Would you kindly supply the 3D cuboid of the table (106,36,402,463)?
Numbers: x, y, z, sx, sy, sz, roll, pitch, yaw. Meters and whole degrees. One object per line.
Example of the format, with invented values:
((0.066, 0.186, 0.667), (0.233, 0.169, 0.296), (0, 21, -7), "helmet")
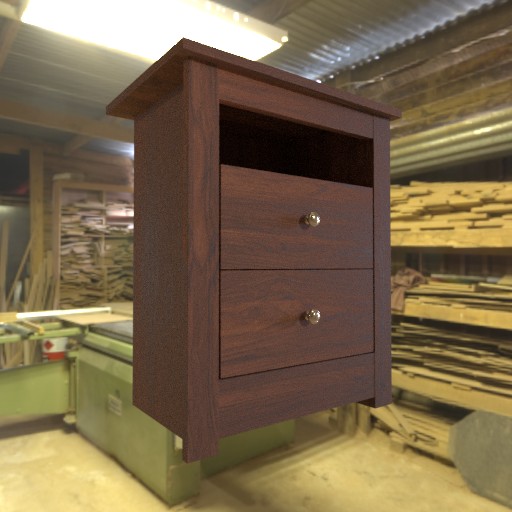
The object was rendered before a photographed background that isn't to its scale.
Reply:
((0.000, 0.000, 1.058), (0.589, 0.711, 0.406), (1, -2, -36), "table")
